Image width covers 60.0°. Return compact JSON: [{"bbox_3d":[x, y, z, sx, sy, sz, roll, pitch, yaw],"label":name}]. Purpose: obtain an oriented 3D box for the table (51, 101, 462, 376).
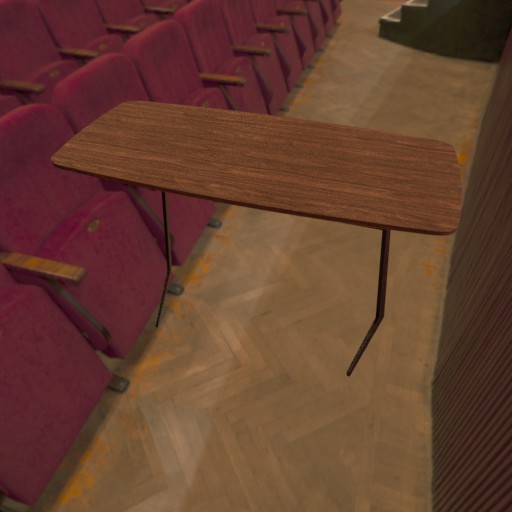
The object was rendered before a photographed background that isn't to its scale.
[{"bbox_3d":[0.000,0.000,1.107,0.804,0.576,0.361,12,43,13],"label":"table"}]
